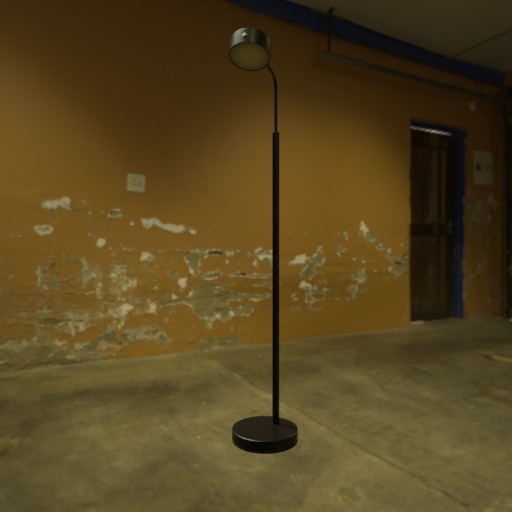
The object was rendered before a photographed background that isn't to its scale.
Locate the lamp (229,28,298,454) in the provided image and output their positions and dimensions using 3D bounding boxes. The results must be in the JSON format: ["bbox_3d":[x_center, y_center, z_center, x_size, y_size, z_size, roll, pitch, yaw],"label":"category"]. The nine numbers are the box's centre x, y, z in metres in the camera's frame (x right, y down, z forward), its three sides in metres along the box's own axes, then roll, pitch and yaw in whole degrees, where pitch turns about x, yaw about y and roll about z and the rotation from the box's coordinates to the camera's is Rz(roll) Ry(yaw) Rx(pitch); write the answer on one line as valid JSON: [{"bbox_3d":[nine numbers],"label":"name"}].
[{"bbox_3d":[0.000,0.000,1.389,0.219,1.230,0.418,0,0,17],"label":"lamp"}]
